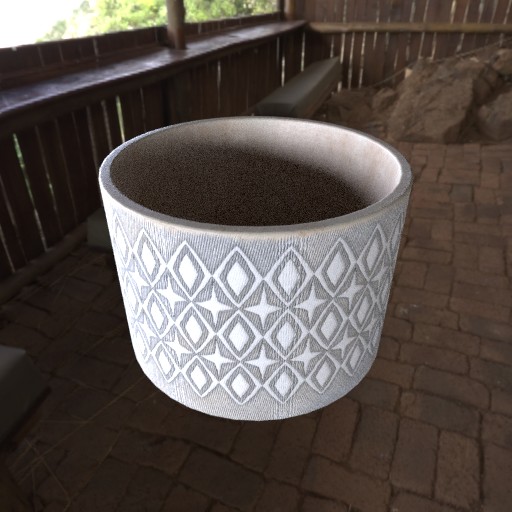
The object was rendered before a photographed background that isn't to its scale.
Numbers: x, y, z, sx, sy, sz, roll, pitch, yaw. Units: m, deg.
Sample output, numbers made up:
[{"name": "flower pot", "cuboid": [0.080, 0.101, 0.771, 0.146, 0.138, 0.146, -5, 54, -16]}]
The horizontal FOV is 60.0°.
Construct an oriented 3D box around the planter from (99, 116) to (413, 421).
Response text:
[{"name": "planter", "cuboid": [0.000, 0.000, 0.275, 0.164, 0.127, 0.164, 0, 33, 0]}]
